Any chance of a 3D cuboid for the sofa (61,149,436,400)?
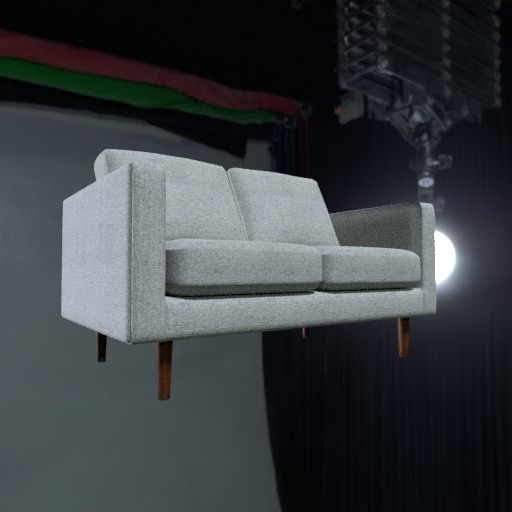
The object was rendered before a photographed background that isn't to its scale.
[{"bbox_3d":[0.000,0.000,2.099,1.527,0.973,0.969,1,-2,-35],"label":"sofa"}]
